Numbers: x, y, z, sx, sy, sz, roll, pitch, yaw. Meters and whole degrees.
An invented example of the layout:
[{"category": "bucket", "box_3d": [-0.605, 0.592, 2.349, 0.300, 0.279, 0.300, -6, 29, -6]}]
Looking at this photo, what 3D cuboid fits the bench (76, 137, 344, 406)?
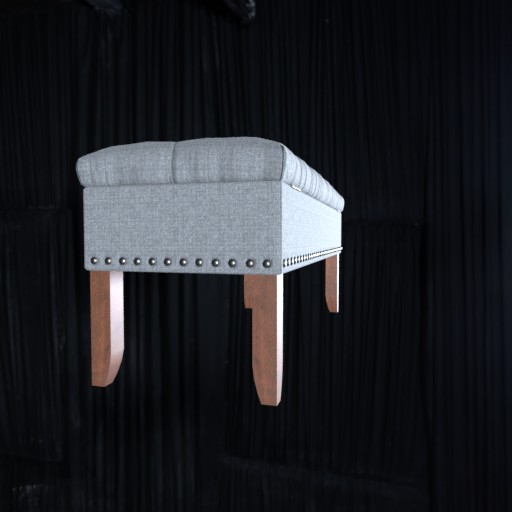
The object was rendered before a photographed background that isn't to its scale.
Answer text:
[{"category": "bench", "box_3d": [0.000, 0.000, 1.292, 0.417, 0.470, 1.052, 1, 3, 16]}]
